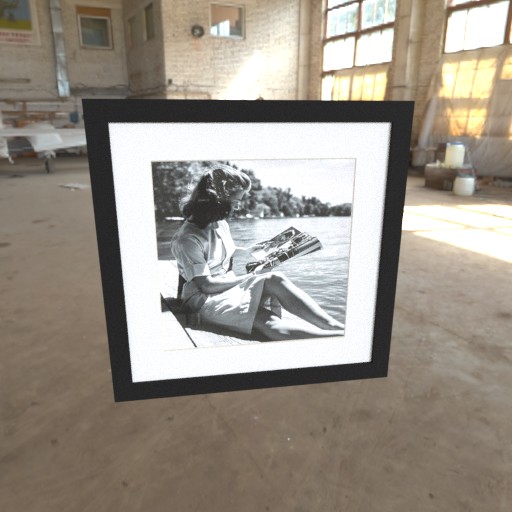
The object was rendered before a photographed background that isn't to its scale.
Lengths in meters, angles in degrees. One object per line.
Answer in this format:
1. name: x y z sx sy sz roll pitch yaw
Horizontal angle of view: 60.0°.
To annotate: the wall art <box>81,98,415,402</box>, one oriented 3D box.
1. wall art: 0.000 0.000 0.690 0.462 0.458 0.030 -3 17 -9
